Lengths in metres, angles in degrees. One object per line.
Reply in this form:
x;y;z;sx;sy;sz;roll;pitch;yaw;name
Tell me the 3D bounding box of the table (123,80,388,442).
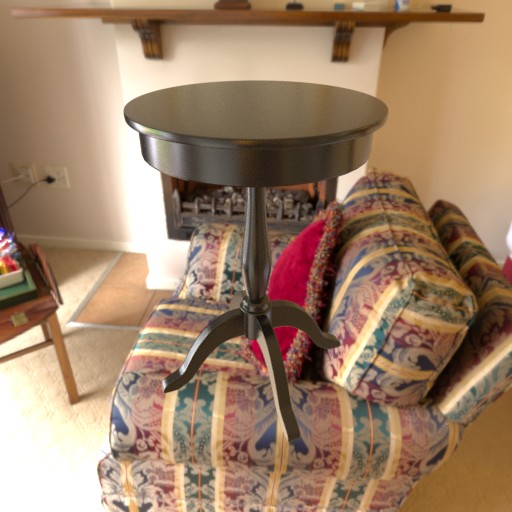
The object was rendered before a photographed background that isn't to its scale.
0.000;0.000;0.991;0.481;0.665;0.481;0;31;0;table
